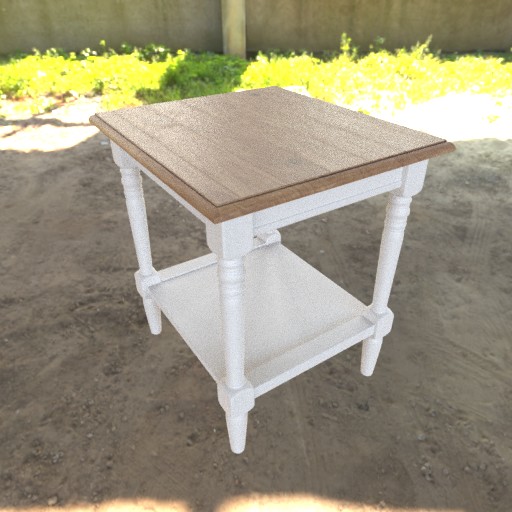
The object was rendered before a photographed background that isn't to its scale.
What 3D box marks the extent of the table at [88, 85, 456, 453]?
[{"bbox_3d":[0.000,0.000,0.949,0.457,0.561,0.508,-20,38,-28],"label":"table"}]
